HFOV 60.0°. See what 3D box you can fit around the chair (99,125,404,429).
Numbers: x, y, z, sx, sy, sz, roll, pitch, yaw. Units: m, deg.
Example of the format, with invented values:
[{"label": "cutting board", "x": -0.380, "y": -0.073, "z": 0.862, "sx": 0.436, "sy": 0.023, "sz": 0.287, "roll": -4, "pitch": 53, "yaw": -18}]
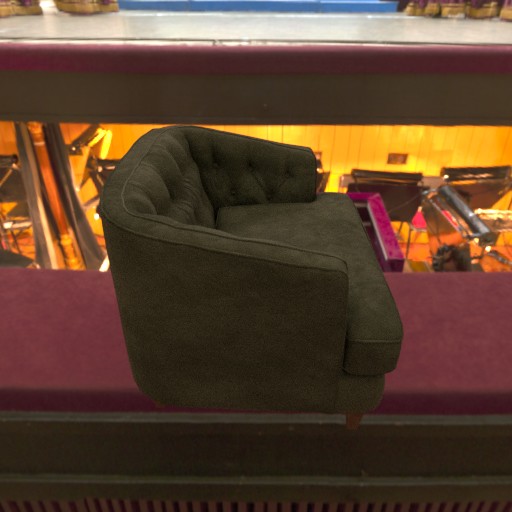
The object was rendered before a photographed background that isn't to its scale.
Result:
[{"label": "chair", "x": 0.000, "y": 0.000, "z": 1.780, "sx": 0.941, "sy": 0.852, "sz": 1.104, "roll": 1, "pitch": 32, "yaw": 1}]
